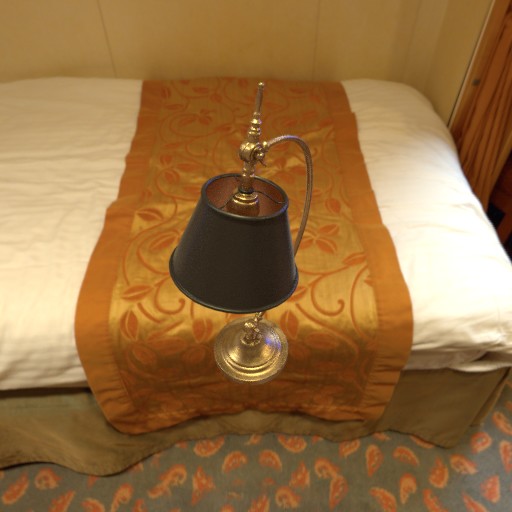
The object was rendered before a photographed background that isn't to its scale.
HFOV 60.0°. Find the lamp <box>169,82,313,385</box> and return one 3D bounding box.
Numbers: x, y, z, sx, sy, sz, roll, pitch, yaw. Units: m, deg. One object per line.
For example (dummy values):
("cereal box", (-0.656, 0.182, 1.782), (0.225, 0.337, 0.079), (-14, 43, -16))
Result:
("lamp", (0.000, 0.000, 0.843), (0.235, 0.675, 0.344), (33, 55, 27))
